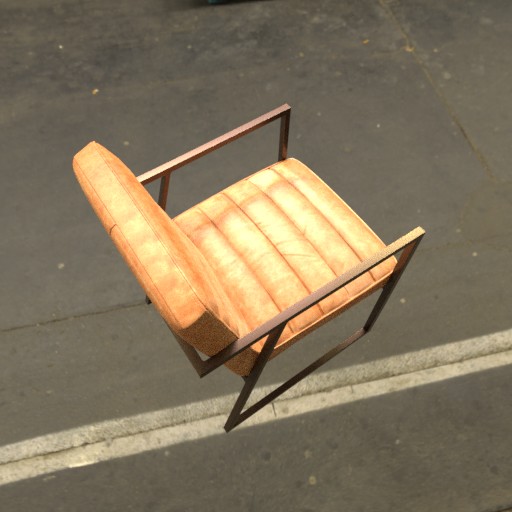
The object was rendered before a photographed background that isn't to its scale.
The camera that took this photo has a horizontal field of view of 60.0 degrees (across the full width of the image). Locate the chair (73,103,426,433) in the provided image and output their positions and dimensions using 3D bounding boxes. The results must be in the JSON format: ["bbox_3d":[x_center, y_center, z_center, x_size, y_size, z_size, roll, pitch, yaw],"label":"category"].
[{"bbox_3d":[0.000,0.000,1.276,0.677,0.832,0.571,-30,63,-17],"label":"chair"}]
